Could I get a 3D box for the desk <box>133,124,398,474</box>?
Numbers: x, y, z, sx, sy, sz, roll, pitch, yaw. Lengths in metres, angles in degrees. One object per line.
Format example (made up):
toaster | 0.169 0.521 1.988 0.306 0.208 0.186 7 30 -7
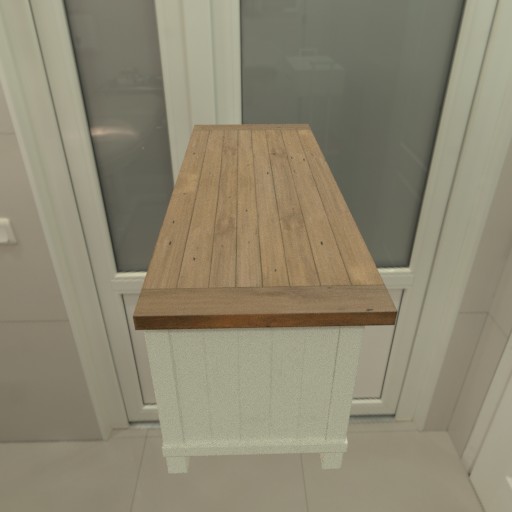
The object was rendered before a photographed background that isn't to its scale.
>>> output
desk | 0.000 0.000 2.118 0.688 0.760 1.803 -1 32 -1
